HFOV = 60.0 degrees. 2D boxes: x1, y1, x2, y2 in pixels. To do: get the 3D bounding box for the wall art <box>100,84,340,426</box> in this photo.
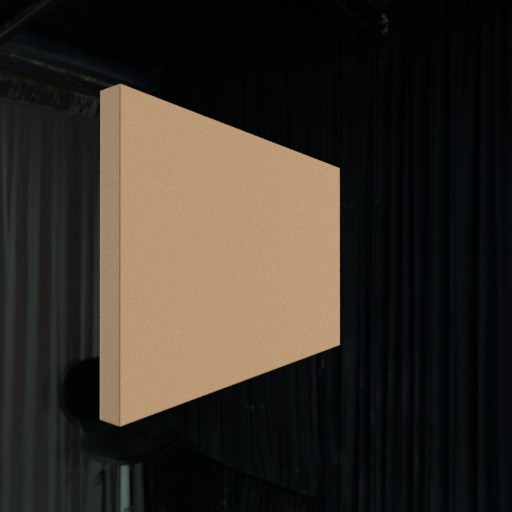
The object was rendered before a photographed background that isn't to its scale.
[{"bbox_3d":[0.000,0.000,0.786,0.039,0.407,0.609,0,0,36],"label":"wall art"}]
